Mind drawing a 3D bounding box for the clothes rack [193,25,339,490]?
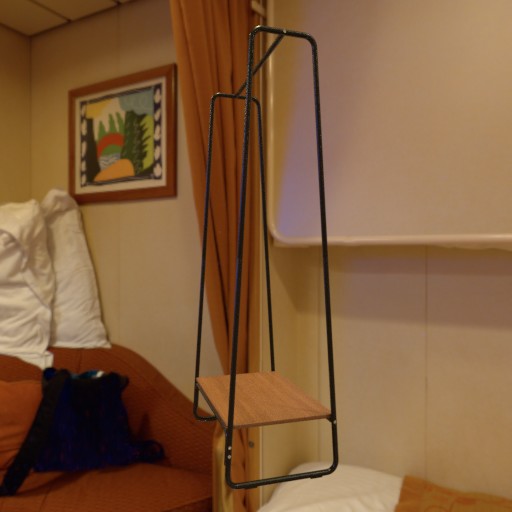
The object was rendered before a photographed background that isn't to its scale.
[{"bbox_3d":[0.000,0.000,1.763,0.400,1.500,0.640,0,0,-17],"label":"clothes rack"}]
